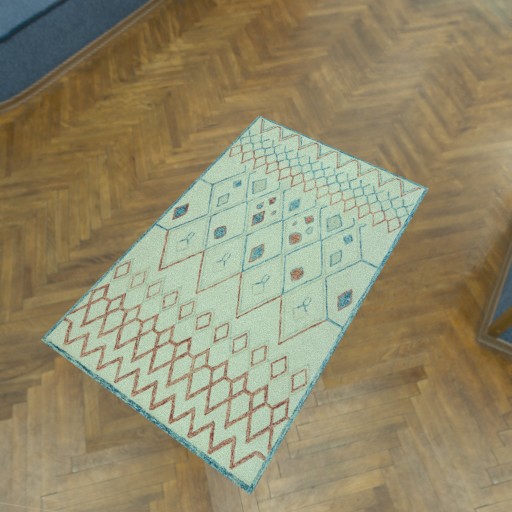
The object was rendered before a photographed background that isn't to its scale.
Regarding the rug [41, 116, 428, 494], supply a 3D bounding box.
[{"bbox_3d":[0.000,0.000,3.016,1.524,0.015,2.438,29,61,17],"label":"rug"}]
